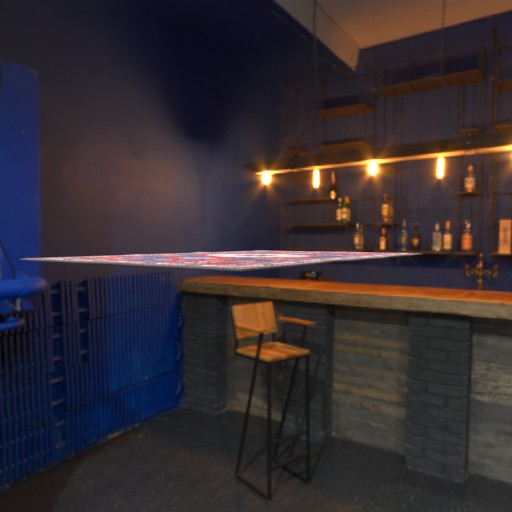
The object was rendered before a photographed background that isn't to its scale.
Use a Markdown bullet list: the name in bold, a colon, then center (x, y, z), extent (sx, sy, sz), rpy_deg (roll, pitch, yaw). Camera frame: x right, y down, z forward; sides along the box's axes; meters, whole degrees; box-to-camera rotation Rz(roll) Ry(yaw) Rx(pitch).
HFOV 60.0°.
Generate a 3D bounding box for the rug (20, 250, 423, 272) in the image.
- **rug**: center (0.000, 0.000, 2.298), extent (1.207, 0.012, 1.820), rpy_deg (1, 2, 35)
